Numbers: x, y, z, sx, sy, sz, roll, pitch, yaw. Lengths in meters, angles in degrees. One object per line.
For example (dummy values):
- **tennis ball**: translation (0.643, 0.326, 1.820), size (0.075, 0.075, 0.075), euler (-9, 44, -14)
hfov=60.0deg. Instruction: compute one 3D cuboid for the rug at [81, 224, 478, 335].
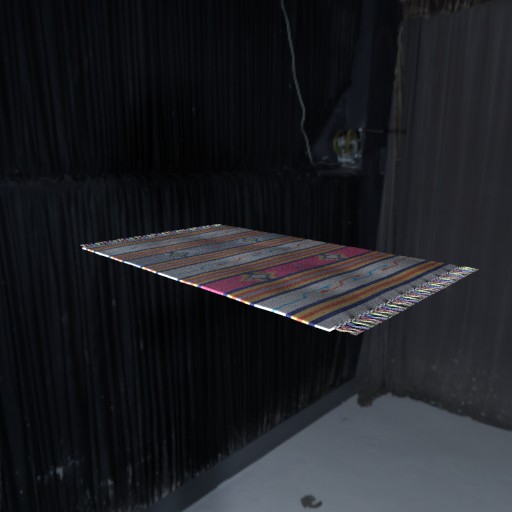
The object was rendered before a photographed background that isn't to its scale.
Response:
- **rug**: translation (0.000, 0.000, 2.306), size (1.849, 0.013, 1.084), euler (13, 18, 43)
